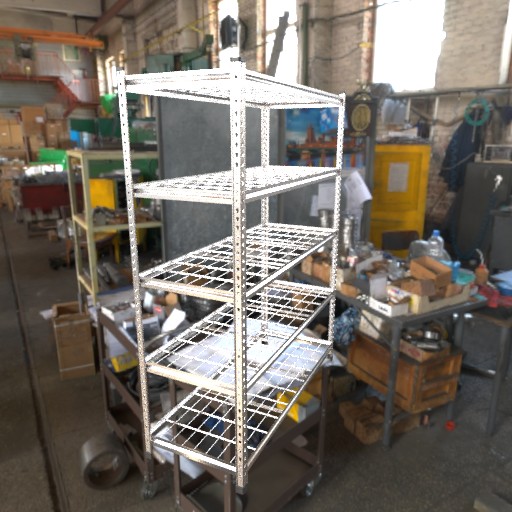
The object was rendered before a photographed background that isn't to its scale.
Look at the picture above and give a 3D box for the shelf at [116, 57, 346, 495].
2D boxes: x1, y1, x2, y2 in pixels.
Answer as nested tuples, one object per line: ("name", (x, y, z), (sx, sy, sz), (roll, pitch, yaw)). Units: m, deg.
("shelf", (0.000, 0.000, 2.695), (0.610, 1.981, 1.524), (7, 17, 25))
